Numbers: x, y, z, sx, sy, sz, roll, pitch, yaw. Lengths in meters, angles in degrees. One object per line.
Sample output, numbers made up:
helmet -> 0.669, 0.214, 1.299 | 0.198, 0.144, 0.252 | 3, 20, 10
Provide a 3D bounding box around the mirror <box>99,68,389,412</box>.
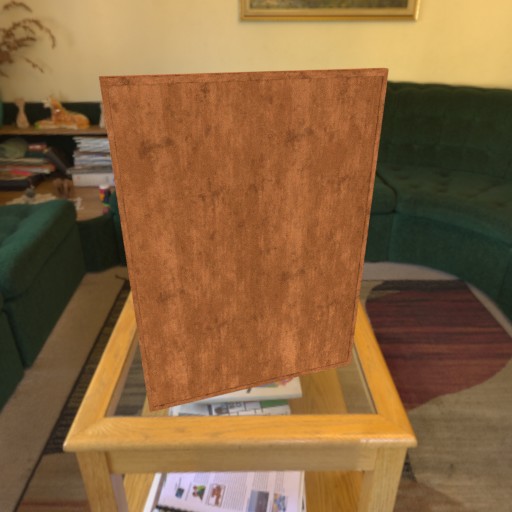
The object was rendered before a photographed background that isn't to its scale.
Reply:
mirror -> 0.000, 0.000, 1.427 | 0.796, 1.099, 0.028 | -9, 29, -16
